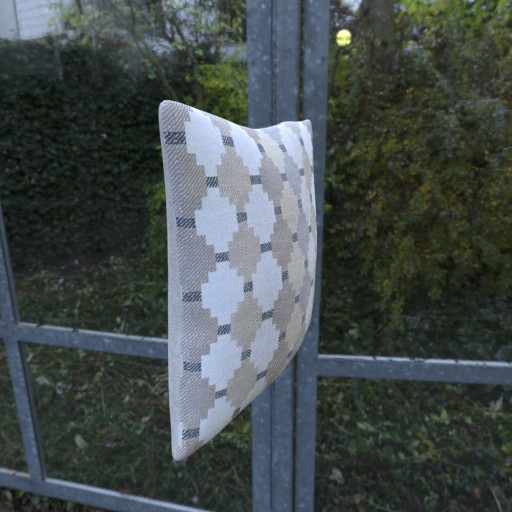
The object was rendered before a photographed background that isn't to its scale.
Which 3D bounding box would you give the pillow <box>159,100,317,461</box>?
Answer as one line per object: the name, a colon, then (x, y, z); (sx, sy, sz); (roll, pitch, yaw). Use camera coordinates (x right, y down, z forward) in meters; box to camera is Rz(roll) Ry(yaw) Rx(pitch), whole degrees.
pillow: (0.000, 0.000, 0.883); (0.192, 0.558, 0.578); (8, 18, 25)
